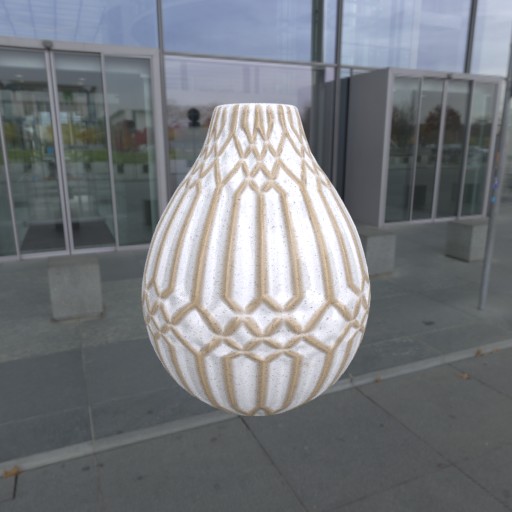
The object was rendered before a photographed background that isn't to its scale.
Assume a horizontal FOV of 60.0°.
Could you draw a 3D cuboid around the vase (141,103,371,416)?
[{"bbox_3d":[0.000,0.000,0.312,0.159,0.200,0.159,0,14,0],"label":"vase"}]
